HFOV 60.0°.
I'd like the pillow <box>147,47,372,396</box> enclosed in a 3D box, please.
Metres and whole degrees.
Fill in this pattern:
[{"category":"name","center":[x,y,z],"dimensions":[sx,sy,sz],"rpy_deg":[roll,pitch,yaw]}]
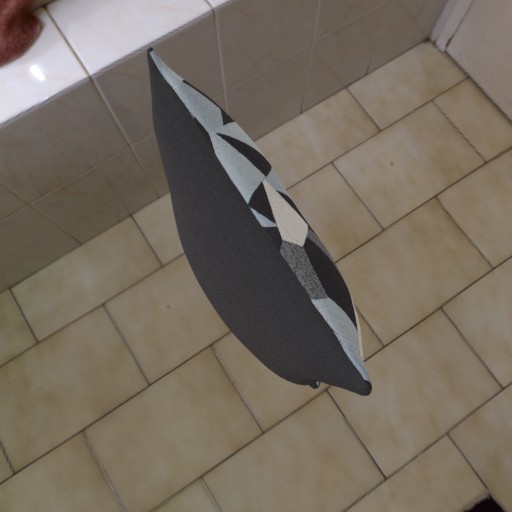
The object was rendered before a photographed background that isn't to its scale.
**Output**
[{"category":"pillow","center":[0.000,0.000,0.736],"dimensions":[0.208,0.496,0.503],"rpy_deg":[-30,77,-8]}]
